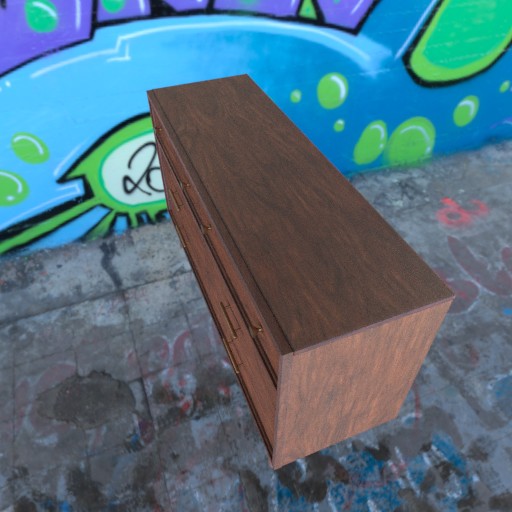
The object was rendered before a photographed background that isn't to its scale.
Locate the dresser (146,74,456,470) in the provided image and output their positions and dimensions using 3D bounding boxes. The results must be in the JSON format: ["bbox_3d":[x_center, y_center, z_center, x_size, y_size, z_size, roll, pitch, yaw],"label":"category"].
[{"bbox_3d":[0.000,0.000,1.854,0.500,0.889,1.472,-16,47,-15],"label":"dresser"}]
